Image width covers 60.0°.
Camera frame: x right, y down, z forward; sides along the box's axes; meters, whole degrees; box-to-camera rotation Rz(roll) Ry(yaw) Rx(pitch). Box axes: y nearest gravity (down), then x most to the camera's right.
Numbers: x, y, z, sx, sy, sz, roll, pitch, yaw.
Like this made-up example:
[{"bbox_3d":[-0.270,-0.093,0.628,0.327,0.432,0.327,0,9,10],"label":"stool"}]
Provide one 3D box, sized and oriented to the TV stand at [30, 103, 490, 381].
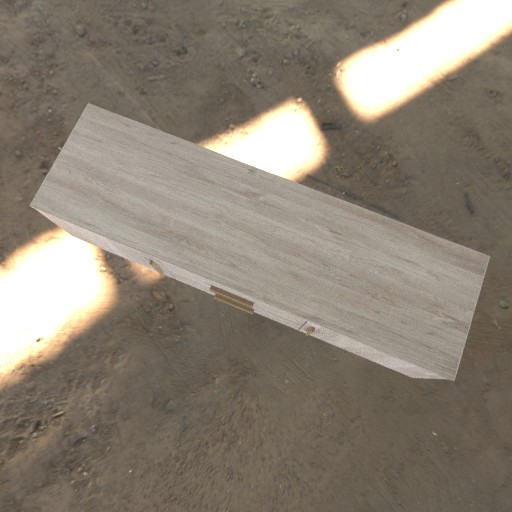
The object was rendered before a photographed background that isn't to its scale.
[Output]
[{"bbox_3d":[0.000,0.000,1.576,1.313,0.565,0.401,22,77,5],"label":"TV stand"}]
